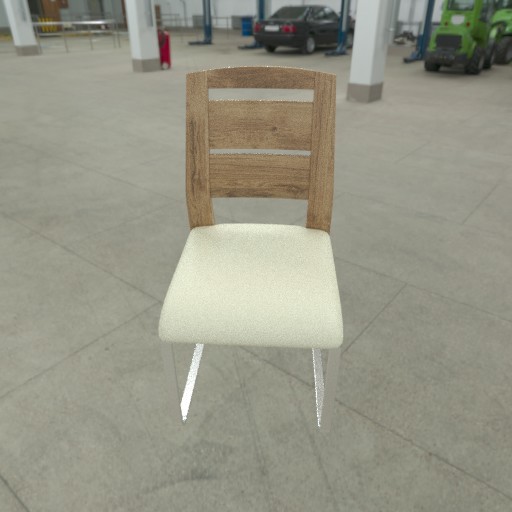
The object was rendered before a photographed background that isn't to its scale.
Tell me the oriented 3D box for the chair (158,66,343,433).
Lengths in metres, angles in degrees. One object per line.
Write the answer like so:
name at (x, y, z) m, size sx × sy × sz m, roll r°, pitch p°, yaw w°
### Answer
chair at (0.000, 0.000, 1.274) m, size 0.457 × 0.955 × 0.561 m, roll 2°, pitch 30°, yaw 3°
